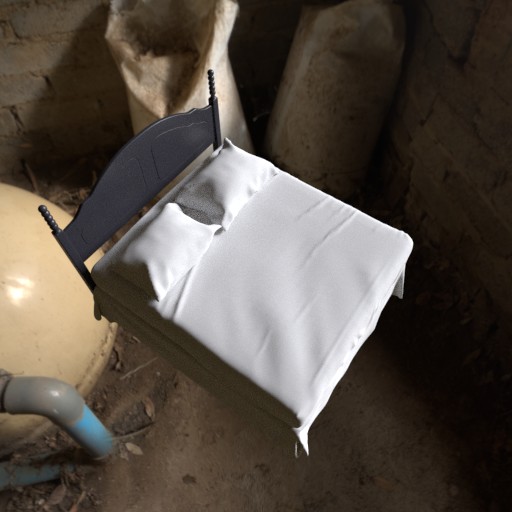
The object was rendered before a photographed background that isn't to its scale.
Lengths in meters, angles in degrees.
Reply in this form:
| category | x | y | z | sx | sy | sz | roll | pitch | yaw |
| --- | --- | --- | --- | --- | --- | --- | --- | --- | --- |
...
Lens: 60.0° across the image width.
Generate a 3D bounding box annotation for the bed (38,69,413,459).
| category | x | y | z | sx | sy | sz | roll | pitch | yaw |
| --- | --- | --- | --- | --- | --- | --- | --- | --- | --- |
| bed | 0.000 | 0.000 | 3.230 | 2.040 | 1.356 | 1.873 | 31 | 63 | 18 |
